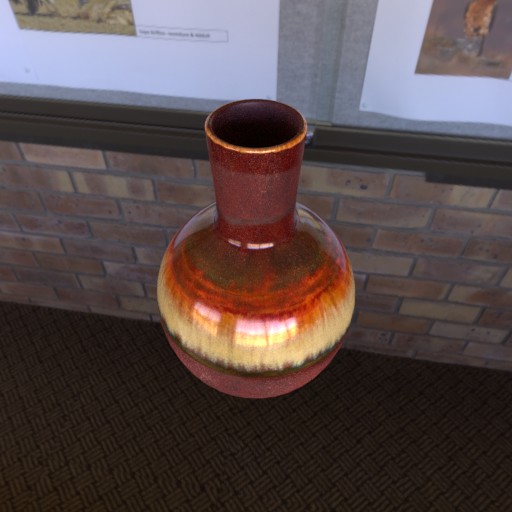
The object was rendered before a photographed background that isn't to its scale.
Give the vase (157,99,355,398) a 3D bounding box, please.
[{"bbox_3d":[0.000,0.000,0.233,0.111,0.154,0.111,0,46,0],"label":"vase"}]
